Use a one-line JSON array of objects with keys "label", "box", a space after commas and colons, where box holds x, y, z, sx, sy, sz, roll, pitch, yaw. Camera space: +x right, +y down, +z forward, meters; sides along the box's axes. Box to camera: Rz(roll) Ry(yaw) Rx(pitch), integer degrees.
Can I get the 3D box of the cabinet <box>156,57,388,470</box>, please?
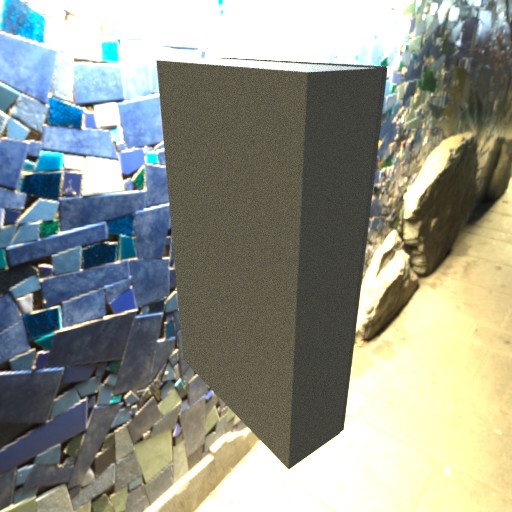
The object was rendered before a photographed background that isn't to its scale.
[{"label": "cabinet", "box": [0.000, 0.000, 2.690, 0.480, 2.160, 1.250, -19, 32, -33]}]
